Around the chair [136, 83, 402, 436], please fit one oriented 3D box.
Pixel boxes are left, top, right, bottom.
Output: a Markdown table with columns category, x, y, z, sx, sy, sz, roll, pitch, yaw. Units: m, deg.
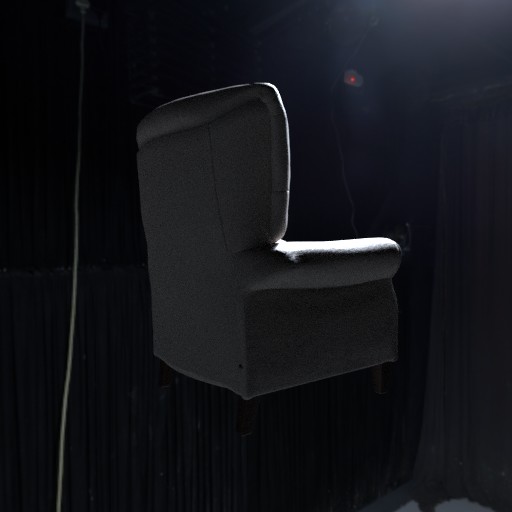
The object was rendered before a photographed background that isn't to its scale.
| category | x | y | z | sx | sy | sz | roll | pitch | yaw |
| --- | --- | --- | --- | --- | --- | --- | --- | --- | --- |
| chair | 0.000 | 0.000 | 1.966 | 1.025 | 1.209 | 0.942 | -1 | 2 | -36 |
